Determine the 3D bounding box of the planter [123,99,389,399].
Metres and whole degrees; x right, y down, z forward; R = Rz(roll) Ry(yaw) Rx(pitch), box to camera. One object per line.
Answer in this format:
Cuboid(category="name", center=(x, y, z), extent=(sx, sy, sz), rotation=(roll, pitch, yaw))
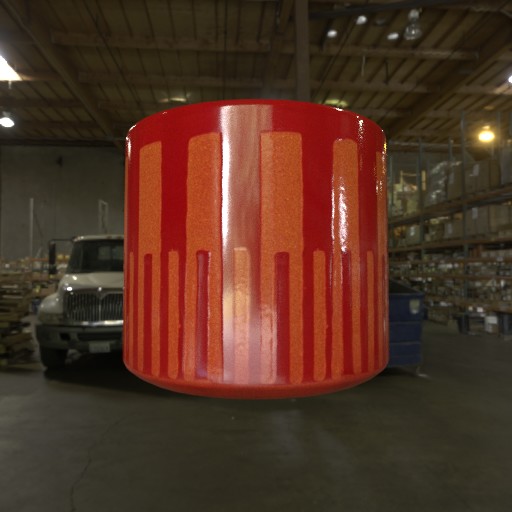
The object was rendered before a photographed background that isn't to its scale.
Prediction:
Cuboid(category="planter", center=(0.000, 0.000, 0.403), extent=(0.230, 0.202, 0.230), rotation=(0, -2, 0))
